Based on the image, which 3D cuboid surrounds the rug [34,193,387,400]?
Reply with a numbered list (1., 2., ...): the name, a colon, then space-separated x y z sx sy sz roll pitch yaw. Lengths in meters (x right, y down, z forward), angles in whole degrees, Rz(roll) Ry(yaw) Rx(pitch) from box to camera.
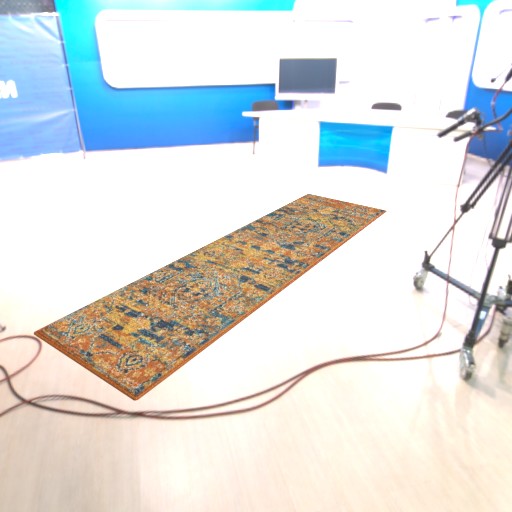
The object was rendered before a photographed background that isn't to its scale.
1. rug: 0.000 0.000 2.504 0.651 0.016 2.274 18 32 32
